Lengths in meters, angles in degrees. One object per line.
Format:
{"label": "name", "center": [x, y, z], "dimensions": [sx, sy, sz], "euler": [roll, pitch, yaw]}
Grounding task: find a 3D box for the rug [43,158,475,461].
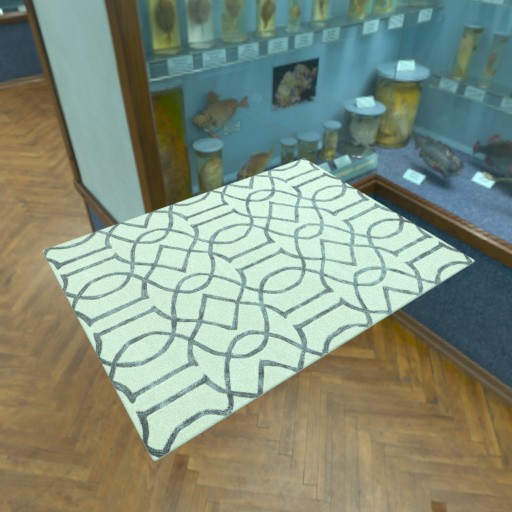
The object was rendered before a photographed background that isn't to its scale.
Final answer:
{"label": "rug", "center": [0.000, 0.000, 3.736], "dimensions": [2.910, 0.021, 2.211], "euler": [-24, 46, -26]}
